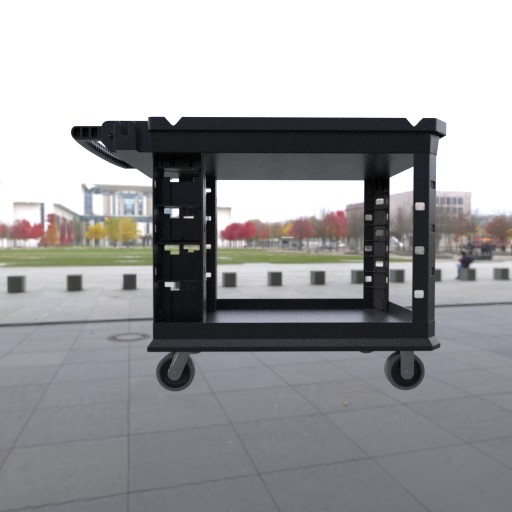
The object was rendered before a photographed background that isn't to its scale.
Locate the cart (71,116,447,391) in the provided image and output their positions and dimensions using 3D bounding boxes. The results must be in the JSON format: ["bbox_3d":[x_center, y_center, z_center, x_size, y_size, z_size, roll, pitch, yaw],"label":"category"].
[{"bbox_3d":[0.000,0.000,1.725,1.239,0.884,0.674,0,2,-1],"label":"cart"}]
